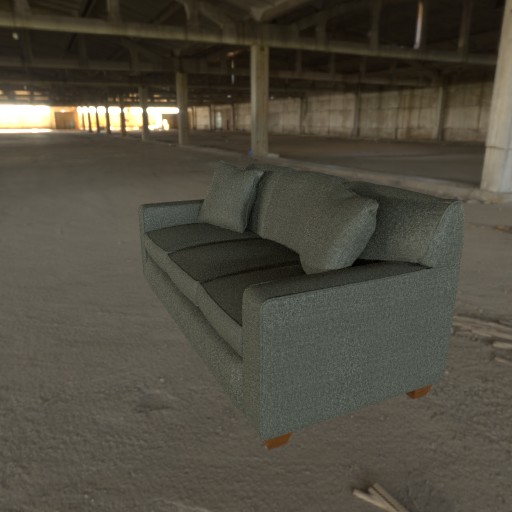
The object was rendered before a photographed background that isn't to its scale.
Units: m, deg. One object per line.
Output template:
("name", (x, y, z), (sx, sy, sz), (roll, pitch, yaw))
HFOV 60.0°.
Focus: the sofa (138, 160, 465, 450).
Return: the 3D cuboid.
("sofa", (0.000, 0.000, 2.581), (0.997, 0.958, 2.024), (-8, 19, -25))
